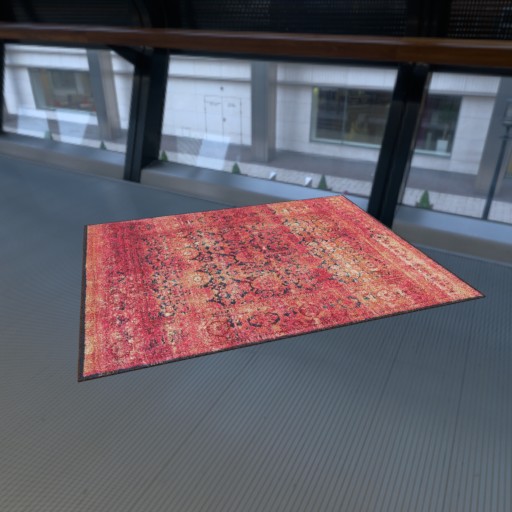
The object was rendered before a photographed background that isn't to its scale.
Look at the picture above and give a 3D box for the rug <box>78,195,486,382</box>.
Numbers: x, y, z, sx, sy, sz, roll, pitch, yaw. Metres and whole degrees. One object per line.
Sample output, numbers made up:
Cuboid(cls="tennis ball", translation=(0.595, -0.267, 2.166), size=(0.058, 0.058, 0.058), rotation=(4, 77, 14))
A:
Cuboid(cls="rug", translation=(0.000, 0.000, 4.073), size=(3.032, 0.020, 2.411), rotation=(-9, 29, -16))
